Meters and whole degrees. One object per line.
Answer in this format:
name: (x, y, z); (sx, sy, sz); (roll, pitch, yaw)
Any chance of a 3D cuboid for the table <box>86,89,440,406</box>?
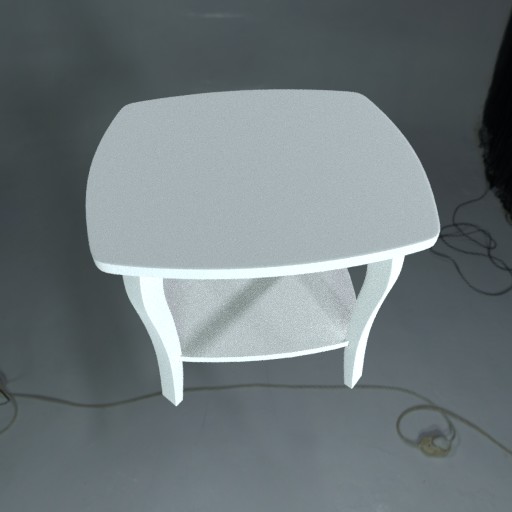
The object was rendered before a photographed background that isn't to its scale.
table: (0.000, 0.000, 0.842); (0.502, 0.438, 0.451); (-4, 47, -4)
